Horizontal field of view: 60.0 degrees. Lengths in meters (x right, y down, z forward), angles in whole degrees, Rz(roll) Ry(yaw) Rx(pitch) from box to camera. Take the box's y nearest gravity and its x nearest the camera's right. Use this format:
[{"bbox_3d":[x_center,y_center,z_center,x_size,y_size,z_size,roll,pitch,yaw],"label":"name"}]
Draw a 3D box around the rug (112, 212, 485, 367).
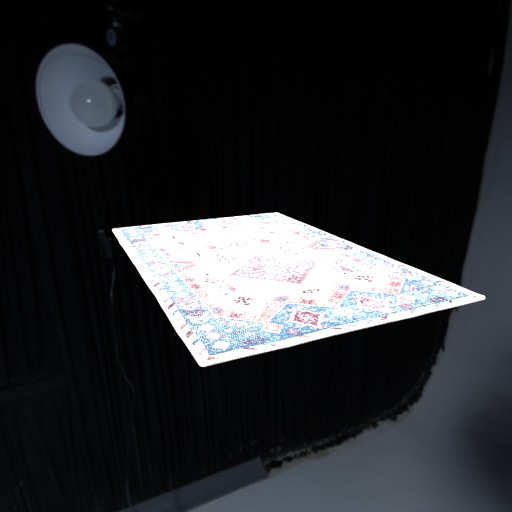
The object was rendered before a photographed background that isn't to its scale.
[{"bbox_3d":[0.000,0.000,2.349,1.225,0.015,1.840,-8,19,-24],"label":"rug"}]
